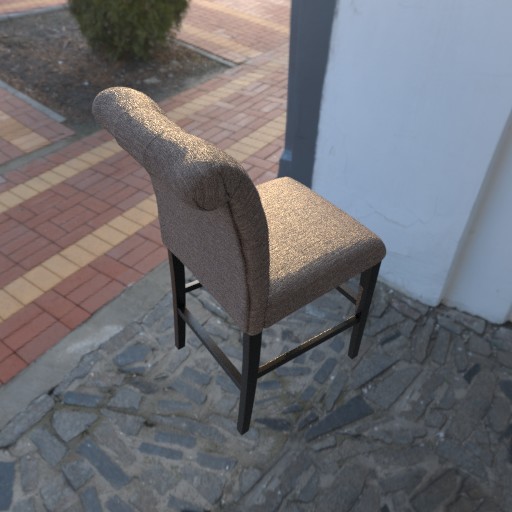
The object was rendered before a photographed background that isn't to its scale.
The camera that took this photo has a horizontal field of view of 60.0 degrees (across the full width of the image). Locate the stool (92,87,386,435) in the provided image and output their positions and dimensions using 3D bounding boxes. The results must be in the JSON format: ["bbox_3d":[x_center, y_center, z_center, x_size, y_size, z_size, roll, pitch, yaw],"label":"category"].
[{"bbox_3d":[0.000,0.000,1.281,0.611,0.970,0.457,-26,48,-26],"label":"stool"}]
